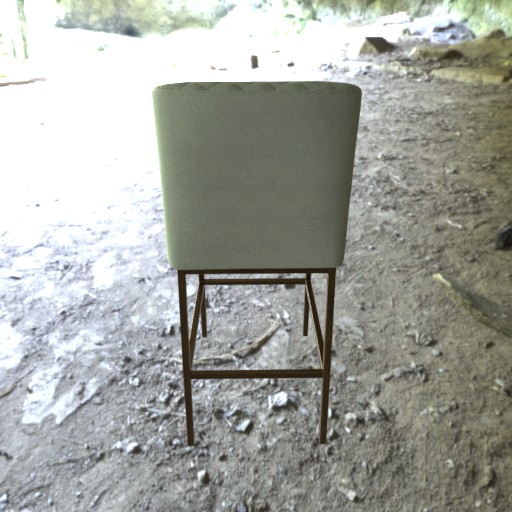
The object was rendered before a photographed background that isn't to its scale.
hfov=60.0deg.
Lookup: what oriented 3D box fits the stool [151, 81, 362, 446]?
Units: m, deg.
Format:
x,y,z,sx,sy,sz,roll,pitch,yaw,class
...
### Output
x,y,z,sx,sy,sz,roll,pitch,yaw,class
0.000,0.000,1.343,0.462,1.084,0.546,0,31,-1,stool
